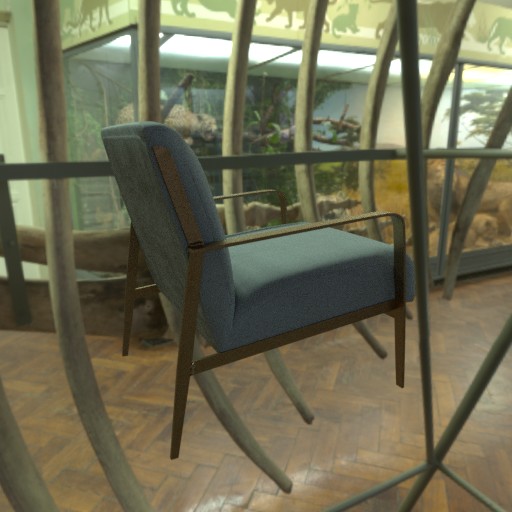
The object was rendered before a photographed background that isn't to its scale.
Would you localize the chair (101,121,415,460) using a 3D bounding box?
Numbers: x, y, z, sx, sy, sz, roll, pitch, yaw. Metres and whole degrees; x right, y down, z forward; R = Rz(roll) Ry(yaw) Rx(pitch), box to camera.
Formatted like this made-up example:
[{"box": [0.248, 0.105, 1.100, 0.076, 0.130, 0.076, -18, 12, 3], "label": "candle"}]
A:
[{"box": [0.000, 0.000, 1.463, 0.842, 0.824, 0.701, -7, 16, -26], "label": "chair"}]
